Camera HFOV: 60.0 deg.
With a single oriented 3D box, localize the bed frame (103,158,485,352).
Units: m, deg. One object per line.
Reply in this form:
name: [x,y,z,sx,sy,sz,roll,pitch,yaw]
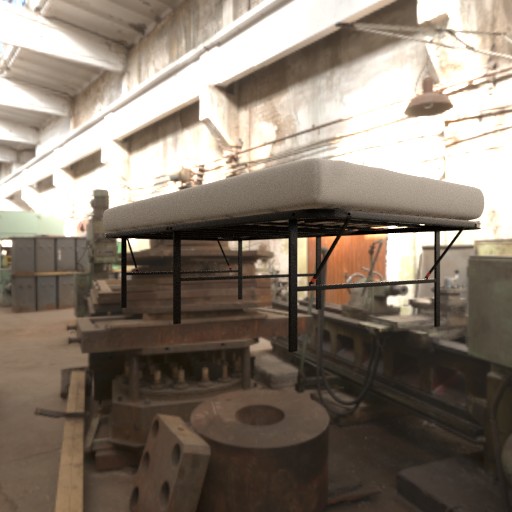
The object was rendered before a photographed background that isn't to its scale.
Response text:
bed frame: [0.000,0.000,2.291,0.989,0.619,1.903,0,0,-37]
